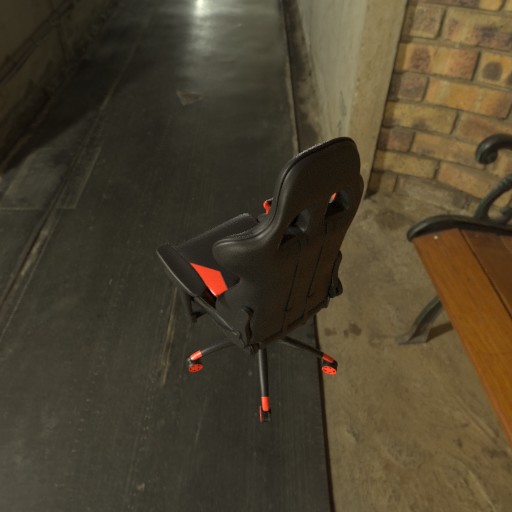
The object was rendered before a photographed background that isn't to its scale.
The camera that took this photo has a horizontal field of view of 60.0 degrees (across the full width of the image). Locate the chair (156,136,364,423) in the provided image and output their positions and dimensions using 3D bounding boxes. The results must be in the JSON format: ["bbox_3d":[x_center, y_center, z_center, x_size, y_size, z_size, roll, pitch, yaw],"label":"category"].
[{"bbox_3d":[0.000,0.000,1.735,0.695,1.282,0.730,-29,53,-24],"label":"chair"}]
